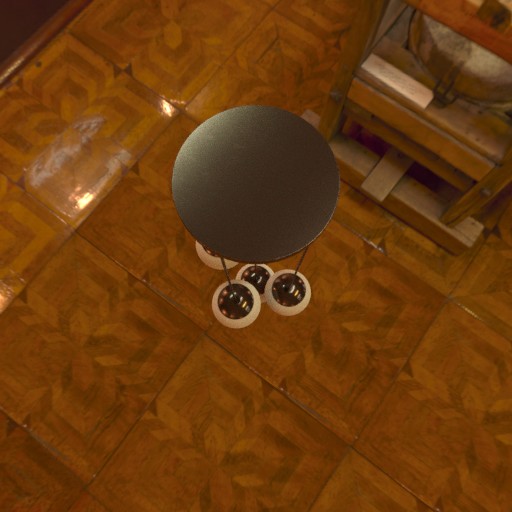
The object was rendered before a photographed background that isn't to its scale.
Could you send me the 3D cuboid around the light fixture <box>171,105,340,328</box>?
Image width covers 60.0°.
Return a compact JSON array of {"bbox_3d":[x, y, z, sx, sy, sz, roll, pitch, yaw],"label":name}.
[{"bbox_3d":[0.000,0.000,1.521,0.484,1.271,0.489,38,79,9],"label":"light fixture"}]
